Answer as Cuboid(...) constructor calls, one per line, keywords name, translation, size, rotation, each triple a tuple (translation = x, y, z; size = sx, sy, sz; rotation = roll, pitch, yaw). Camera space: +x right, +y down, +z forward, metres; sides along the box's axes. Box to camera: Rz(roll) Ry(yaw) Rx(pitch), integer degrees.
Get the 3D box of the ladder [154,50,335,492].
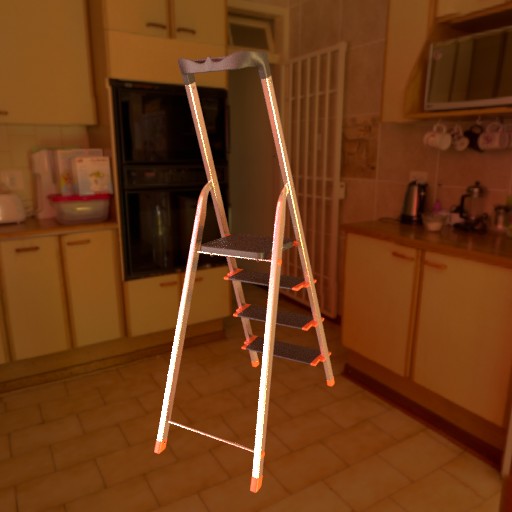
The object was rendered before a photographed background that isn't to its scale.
Cuboid(name="ladder", translation=(0.000, 0.000, 1.798), size=(0.452, 1.429, 0.834), rotation=(7, 15, 27))
